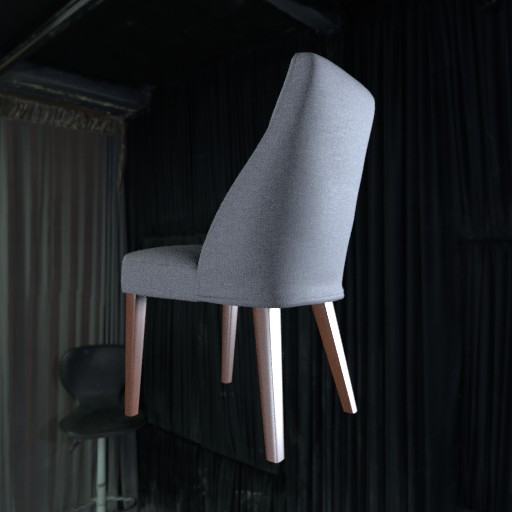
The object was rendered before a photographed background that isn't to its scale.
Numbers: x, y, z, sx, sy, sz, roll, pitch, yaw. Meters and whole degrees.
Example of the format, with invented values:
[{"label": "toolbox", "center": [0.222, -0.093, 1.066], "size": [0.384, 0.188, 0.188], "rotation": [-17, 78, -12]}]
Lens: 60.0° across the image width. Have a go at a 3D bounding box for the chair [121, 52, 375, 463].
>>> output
[{"label": "chair", "center": [0.000, 0.000, 1.289], "size": [0.620, 0.930, 0.500], "rotation": [0, 0, 37]}]
